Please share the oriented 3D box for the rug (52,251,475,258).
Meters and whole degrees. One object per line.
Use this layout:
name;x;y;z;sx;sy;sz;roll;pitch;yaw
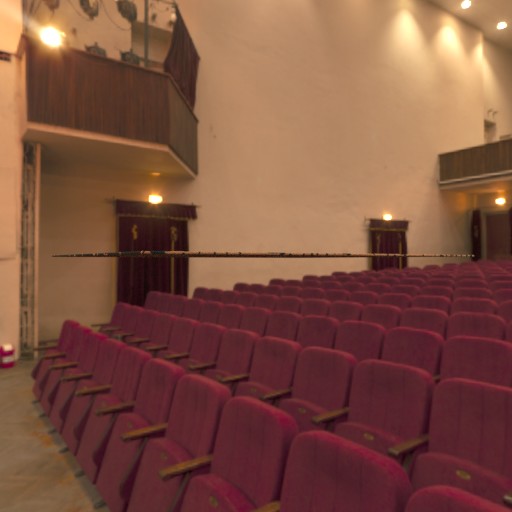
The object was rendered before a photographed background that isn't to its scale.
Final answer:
rug;0.000;0.000;4.034;3.017;0.014;2.416;0;-1;-35
